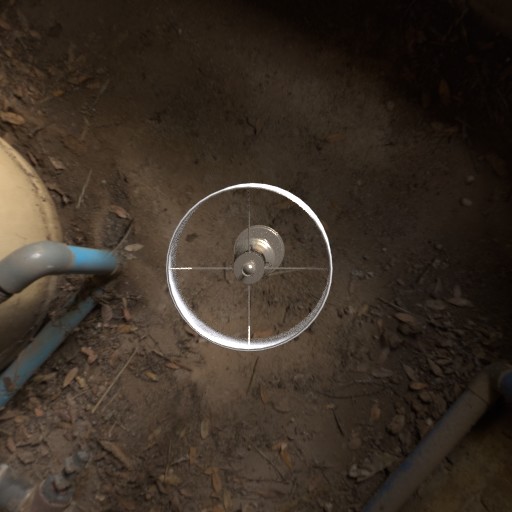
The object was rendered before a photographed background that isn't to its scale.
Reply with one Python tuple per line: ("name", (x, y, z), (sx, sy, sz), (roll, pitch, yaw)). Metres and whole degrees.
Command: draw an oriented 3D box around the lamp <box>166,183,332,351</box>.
("lamp", (0.000, 0.000, 1.655), (0.431, 1.488, 0.431), (0, 92, 1))
